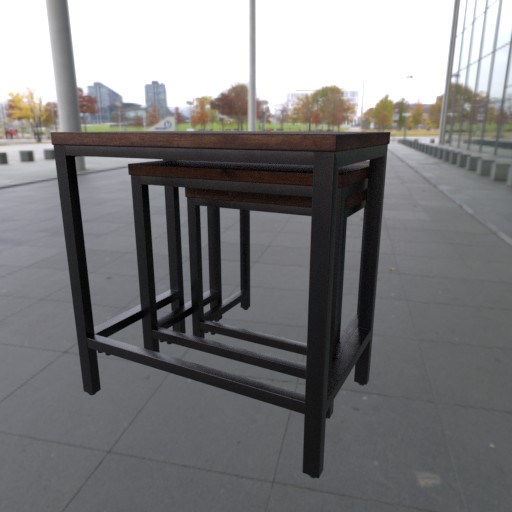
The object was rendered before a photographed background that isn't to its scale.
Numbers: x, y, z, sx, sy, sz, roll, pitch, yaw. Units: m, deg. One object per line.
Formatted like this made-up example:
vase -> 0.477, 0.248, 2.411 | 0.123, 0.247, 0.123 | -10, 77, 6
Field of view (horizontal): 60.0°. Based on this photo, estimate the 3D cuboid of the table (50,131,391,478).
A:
table -> 0.000, 0.000, 1.138 | 0.608, 0.616, 0.660 | 8, 18, 26
